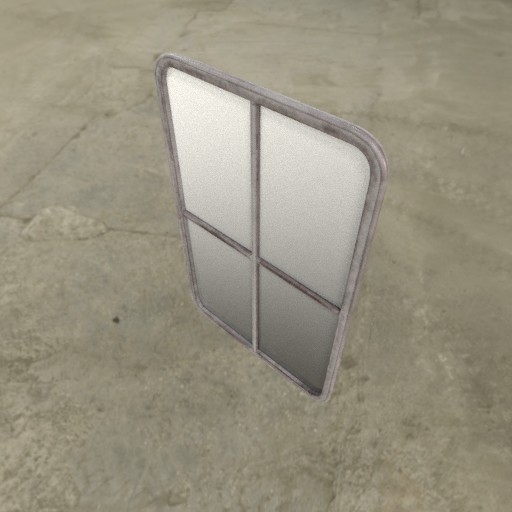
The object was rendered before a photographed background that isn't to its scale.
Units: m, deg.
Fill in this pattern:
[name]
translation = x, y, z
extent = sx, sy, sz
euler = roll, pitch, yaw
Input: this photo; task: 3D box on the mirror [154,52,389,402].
[mirror]
translation = 0.000, 0.000, 0.893
extent = 0.461, 0.713, 0.024
euler = 33, 54, 27
